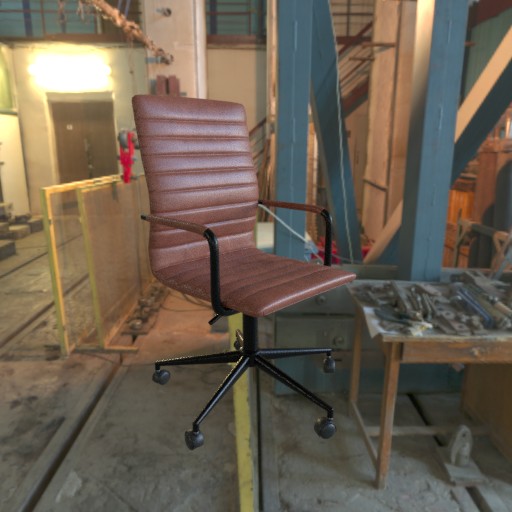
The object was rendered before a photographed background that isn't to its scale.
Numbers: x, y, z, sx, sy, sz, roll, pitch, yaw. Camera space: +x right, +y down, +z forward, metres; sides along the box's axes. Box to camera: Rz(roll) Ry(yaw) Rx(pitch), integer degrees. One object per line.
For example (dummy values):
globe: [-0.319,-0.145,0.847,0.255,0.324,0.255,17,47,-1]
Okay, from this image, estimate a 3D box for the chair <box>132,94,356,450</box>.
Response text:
chair: [0.000,0.000,1.246,0.578,0.878,0.600,14,20,43]
